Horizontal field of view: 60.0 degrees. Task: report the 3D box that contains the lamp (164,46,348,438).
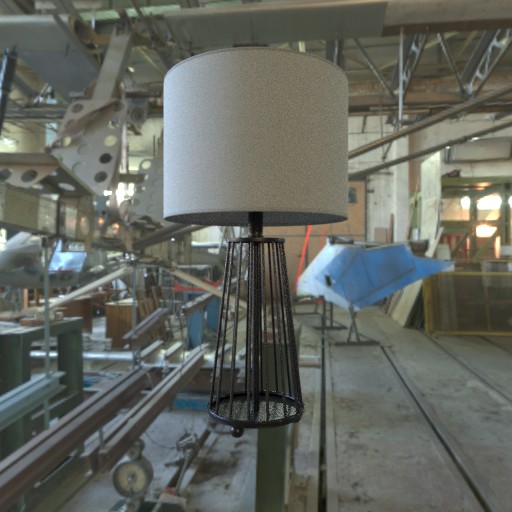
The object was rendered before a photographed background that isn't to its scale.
[{"bbox_3d":[0.000,0.000,0.788,0.322,0.593,0.322,0,0,-37],"label":"lamp"}]
